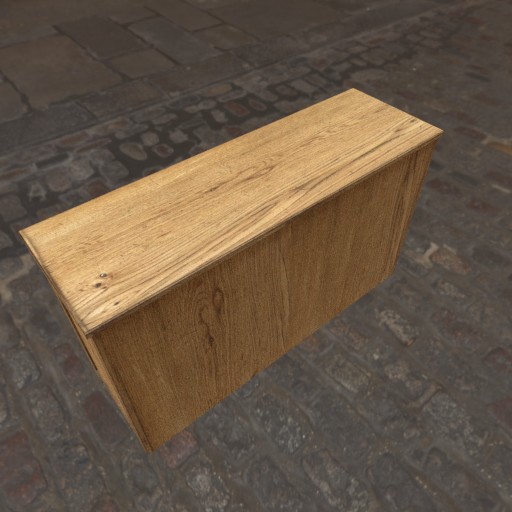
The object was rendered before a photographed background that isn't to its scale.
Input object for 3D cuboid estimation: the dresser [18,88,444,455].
[{"bbox_3d":[0.000,0.000,2.048,1.657,0.932,0.563,-31,53,-26],"label":"dresser"}]
